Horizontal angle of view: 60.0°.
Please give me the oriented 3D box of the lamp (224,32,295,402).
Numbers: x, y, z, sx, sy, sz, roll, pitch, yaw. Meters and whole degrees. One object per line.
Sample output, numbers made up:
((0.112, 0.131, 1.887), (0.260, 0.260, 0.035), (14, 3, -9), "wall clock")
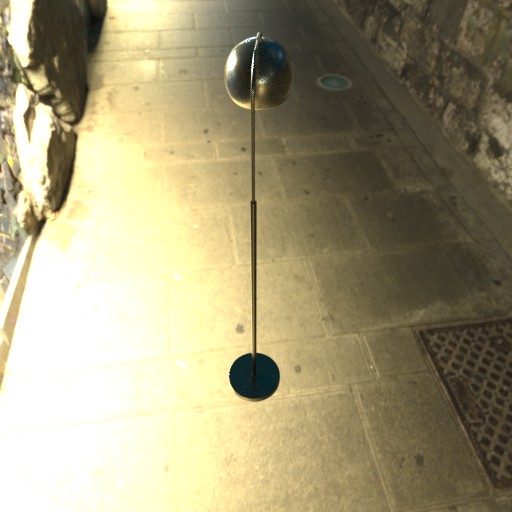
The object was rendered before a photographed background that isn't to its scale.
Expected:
((0.000, 0.000, 1.683), (0.250, 1.526, 0.431), (4, 46, 4), "lamp")
